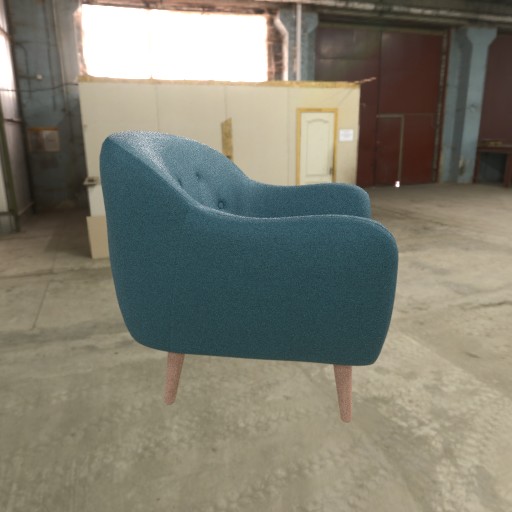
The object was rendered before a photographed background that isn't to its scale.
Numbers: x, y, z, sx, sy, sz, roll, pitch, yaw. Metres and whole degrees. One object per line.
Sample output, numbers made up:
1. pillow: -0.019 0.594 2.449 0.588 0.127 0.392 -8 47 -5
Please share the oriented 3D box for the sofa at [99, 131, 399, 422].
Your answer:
1. sofa: 0.000 0.000 1.503 0.825 0.817 0.836 2 15 9
